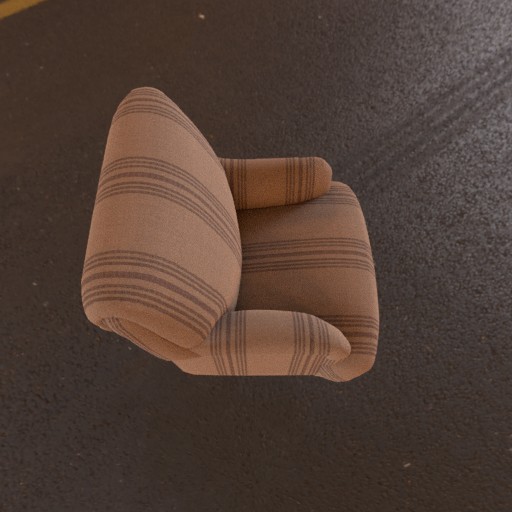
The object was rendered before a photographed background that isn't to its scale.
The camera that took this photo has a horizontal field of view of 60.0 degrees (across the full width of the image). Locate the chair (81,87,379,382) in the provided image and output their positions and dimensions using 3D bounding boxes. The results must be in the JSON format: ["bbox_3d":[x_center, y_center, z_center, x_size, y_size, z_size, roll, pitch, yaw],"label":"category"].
[{"bbox_3d":[0.000,0.000,1.591,0.914,0.940,0.813,0,63,0],"label":"chair"}]
